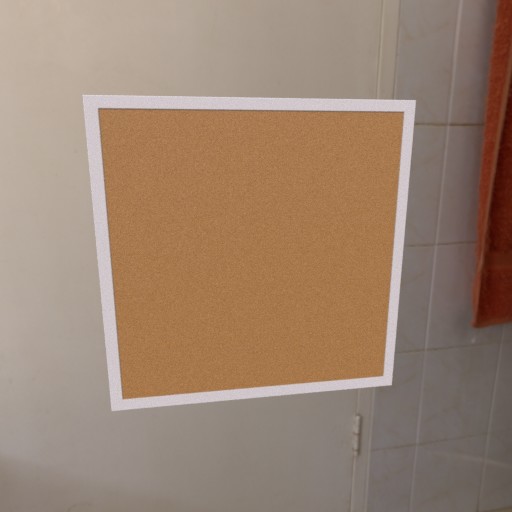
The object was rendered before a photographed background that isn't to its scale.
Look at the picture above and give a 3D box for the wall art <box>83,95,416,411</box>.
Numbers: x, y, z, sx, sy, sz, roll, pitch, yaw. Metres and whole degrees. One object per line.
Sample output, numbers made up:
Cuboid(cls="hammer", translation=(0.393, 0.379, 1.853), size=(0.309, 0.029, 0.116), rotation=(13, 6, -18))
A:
Cuboid(cls="wall art", translation=(0.000, 0.000, 0.456), size=(0.305, 0.305, 0.038), rotation=(-2, 15, -9))
